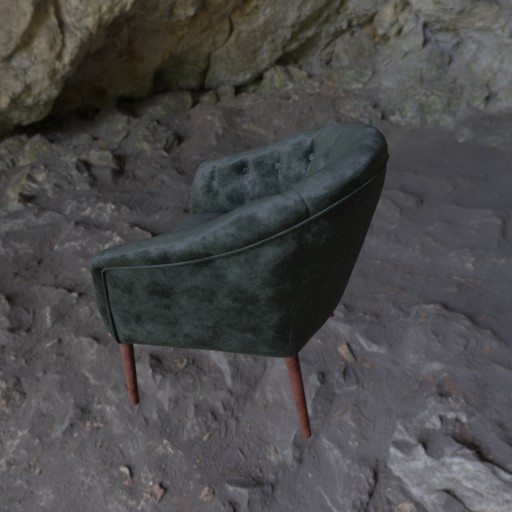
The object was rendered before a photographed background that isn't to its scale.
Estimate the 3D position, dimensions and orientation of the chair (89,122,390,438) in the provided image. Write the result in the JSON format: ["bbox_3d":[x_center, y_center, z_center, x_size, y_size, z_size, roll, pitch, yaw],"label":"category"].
[{"bbox_3d":[0.000,0.000,1.520,0.776,0.885,0.851,8,31,13],"label":"chair"}]
